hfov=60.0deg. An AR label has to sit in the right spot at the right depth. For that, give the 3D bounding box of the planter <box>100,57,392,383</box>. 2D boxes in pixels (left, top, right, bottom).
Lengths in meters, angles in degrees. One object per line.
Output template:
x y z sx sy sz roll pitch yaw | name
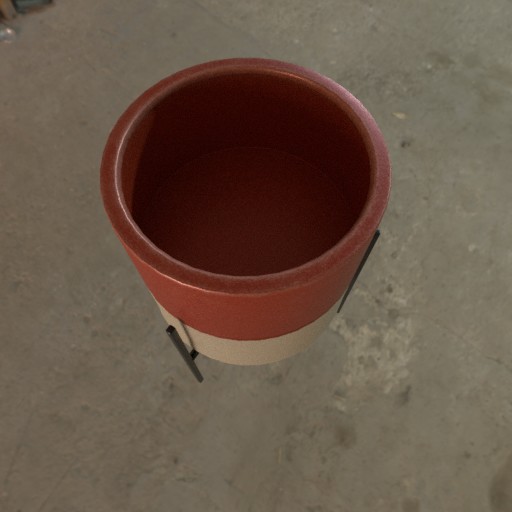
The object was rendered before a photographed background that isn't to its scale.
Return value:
0.000 0.000 0.512 0.251 0.354 0.235 3 64 2 | planter
